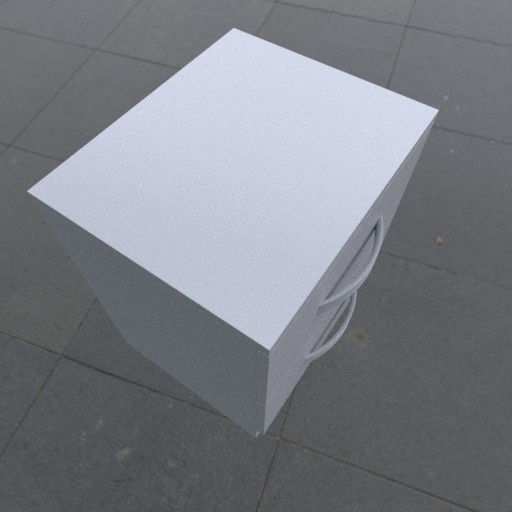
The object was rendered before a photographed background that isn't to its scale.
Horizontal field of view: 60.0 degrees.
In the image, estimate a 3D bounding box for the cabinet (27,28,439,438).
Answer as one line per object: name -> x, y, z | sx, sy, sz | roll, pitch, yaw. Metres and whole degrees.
cabinet -> 0.000, 0.000, 0.738 | 0.360, 0.470, 0.400 | 30, 62, 18
